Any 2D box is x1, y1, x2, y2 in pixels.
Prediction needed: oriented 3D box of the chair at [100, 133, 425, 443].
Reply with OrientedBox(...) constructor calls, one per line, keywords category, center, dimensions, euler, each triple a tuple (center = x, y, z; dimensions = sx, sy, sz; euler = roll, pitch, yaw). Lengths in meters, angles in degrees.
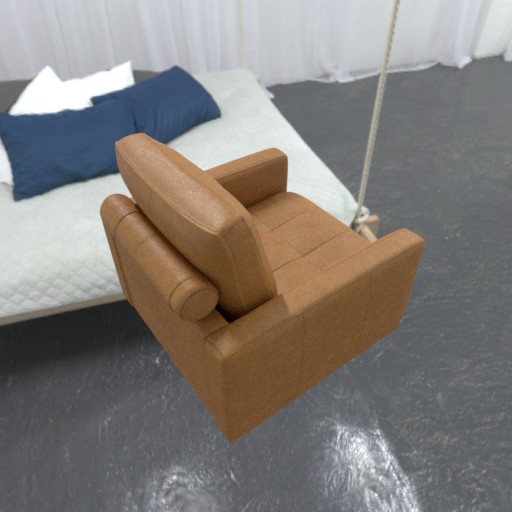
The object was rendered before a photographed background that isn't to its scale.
OrientedBox(category="chair", center=(0.000, 0.000, 1.591), dimensions=(0.868, 0.896, 0.831), euler=(-26, 48, -26))
